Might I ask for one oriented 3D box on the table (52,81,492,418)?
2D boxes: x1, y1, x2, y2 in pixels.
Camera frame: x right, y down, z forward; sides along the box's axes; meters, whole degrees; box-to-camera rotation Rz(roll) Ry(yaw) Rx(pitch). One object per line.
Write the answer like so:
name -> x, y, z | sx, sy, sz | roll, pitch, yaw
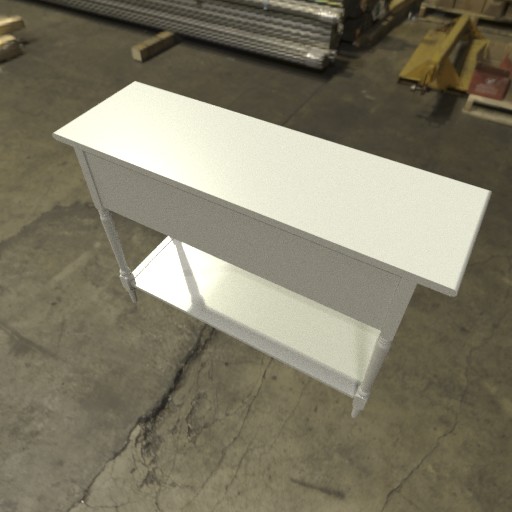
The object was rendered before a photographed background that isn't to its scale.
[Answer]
table -> 0.000, 0.000, 1.537 | 1.197, 0.808, 0.384 | 23, 52, 19
